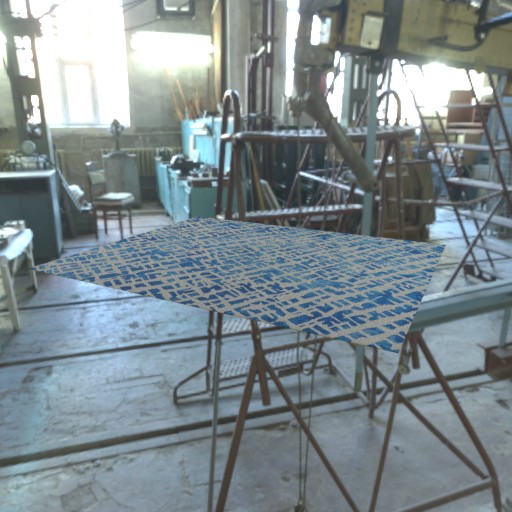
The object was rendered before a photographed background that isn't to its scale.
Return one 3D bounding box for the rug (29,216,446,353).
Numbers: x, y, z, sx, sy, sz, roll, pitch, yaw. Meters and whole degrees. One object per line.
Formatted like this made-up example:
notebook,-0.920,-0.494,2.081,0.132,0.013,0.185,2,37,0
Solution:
rug,0.000,0.000,4.051,3.007,0.007,2.435,9,19,27
